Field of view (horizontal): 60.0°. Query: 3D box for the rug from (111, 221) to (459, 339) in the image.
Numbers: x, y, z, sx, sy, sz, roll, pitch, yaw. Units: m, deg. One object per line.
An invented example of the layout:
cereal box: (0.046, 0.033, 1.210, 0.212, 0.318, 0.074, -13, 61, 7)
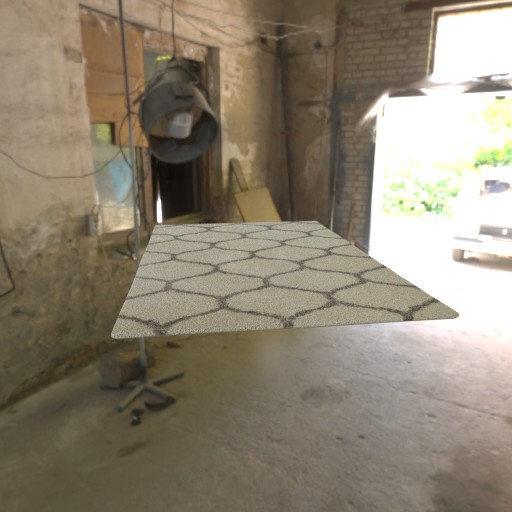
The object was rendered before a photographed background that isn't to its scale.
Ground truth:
rug: (0.000, 0.000, 2.977, 1.501, 0.024, 2.348, -2, 15, -8)
